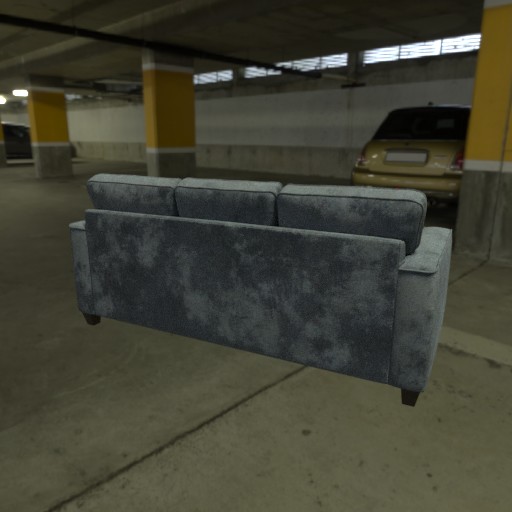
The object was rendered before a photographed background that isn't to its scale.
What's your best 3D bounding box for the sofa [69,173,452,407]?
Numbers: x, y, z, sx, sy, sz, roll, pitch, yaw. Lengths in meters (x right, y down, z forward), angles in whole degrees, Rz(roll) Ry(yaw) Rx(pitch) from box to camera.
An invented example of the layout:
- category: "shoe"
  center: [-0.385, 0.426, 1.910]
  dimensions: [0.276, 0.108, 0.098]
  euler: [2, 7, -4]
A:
- category: "sofa"
  center: [0.000, 0.000, 2.683]
  dimensions: [2.133, 0.965, 0.939]
  euler: [8, 17, 26]
